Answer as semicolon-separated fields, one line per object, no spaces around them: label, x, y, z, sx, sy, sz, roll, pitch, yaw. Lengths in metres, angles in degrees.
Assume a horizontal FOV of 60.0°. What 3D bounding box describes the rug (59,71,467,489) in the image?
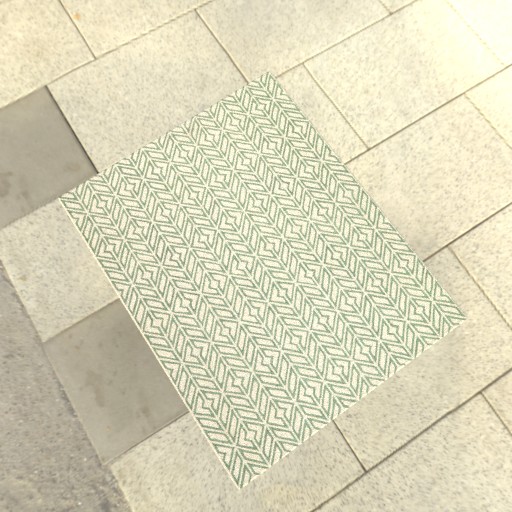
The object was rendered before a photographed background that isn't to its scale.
rug;0.000;0.000;4.044;2.441;0.017;3.050;-34;78;-8
